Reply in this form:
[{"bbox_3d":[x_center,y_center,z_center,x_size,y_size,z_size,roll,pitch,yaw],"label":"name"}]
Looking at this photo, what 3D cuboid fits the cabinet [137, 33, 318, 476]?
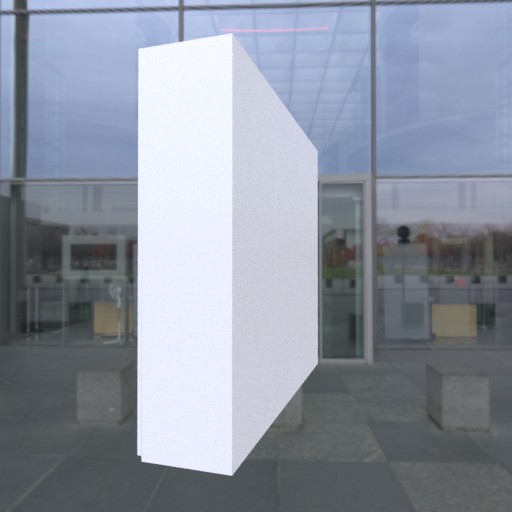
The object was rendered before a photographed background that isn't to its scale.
[{"bbox_3d":[0.000,0.000,3.749,0.590,2.370,2.700,0,-1,18],"label":"cabinet"}]
